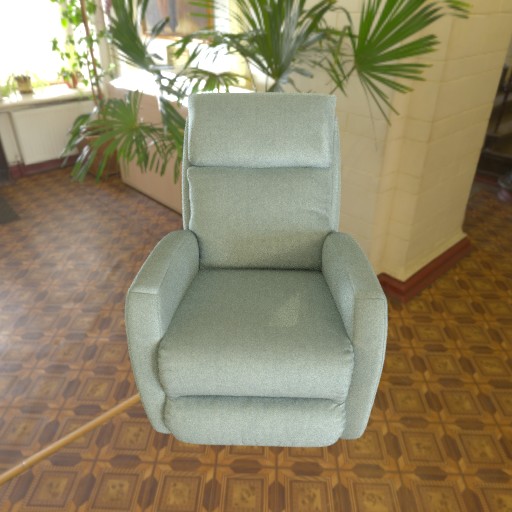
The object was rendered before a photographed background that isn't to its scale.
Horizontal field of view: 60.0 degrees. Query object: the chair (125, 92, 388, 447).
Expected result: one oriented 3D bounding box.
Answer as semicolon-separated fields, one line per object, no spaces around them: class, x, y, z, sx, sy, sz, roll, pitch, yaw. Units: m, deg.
chair;0.000;0.000;1.636;0.812;1.013;0.940;1;31;1
